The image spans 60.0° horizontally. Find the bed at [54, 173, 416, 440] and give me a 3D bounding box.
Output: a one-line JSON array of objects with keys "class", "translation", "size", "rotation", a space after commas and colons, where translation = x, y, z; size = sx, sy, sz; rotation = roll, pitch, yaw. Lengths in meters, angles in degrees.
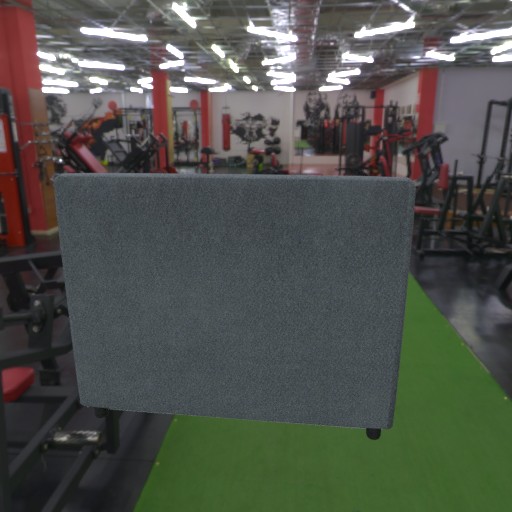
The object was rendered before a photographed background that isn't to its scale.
[{"class": "bed", "translation": [0.000, 0.000, 3.142], "size": [1.713, 1.330, 2.142], "rotation": [2, 16, 7]}]
